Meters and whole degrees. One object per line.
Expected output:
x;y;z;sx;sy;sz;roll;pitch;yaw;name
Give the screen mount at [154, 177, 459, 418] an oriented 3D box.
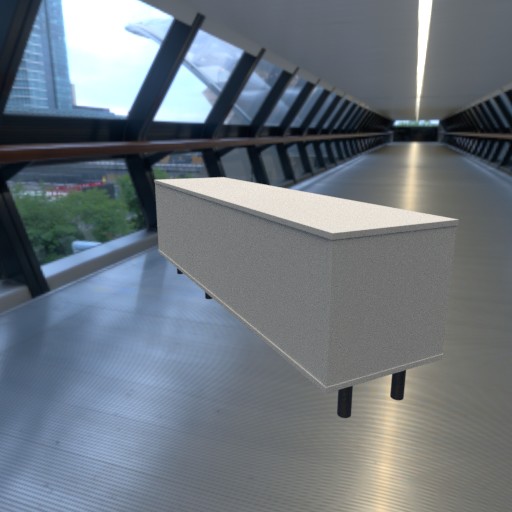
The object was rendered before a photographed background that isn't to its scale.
0.000;0.000;1.828;0.418;0.520;1.600;-7;16;-26;screen mount
